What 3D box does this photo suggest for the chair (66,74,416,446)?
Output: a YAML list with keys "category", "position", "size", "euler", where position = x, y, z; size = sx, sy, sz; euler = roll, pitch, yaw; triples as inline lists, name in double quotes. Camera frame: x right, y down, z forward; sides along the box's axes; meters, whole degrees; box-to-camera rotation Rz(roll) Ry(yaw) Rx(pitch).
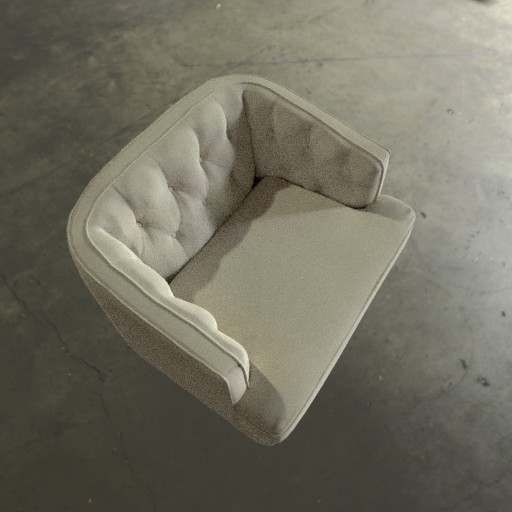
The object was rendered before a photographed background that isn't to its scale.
- category: "chair"
  position: [0.000, 0.000, 1.759]
  size: [0.941, 0.852, 1.104]
  euler: [30, 63, 17]
